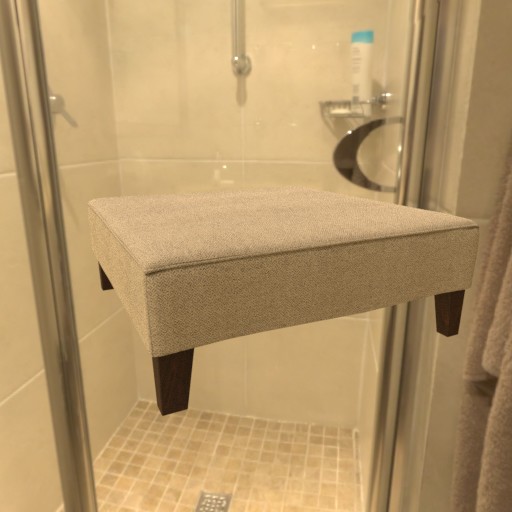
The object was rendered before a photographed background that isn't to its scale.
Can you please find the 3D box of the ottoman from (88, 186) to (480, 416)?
[{"bbox_3d":[0.000,0.000,1.515,0.973,0.381,0.982,-8,17,-25],"label":"ottoman"}]
